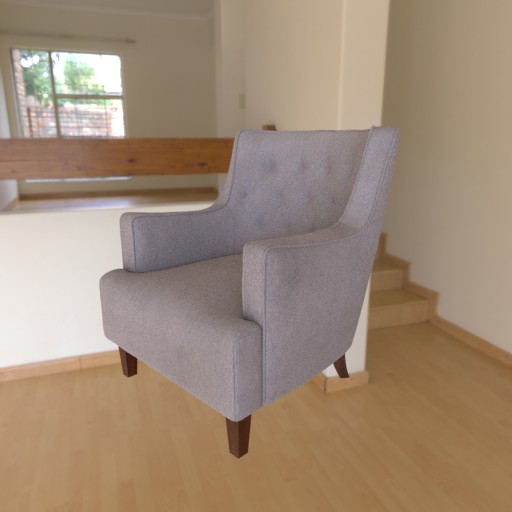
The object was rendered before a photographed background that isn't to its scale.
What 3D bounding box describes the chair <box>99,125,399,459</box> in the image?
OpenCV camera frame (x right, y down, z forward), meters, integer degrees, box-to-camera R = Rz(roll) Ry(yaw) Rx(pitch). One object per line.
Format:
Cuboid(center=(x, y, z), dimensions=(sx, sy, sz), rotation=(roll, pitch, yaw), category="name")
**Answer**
Cuboid(center=(0.000, 0.000, 1.630), dimensions=(0.910, 0.919, 0.781), rotation=(-14, 21, -43), category="chair")
